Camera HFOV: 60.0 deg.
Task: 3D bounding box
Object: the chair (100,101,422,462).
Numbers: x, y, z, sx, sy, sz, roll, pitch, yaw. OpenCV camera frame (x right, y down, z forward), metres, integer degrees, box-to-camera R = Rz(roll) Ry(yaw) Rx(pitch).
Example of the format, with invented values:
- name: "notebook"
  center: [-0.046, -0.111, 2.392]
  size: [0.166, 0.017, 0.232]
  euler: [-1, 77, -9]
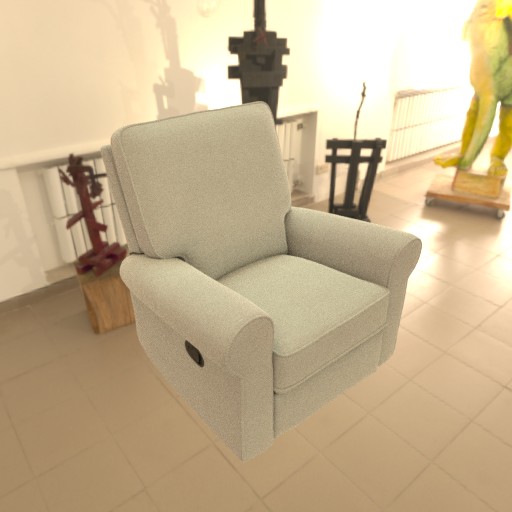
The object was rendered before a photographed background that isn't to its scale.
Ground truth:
- name: "chair"
  center: [0.000, 0.000, 1.650]
  size: [0.890, 0.960, 0.878]
  euler: [-22, 36, -34]
